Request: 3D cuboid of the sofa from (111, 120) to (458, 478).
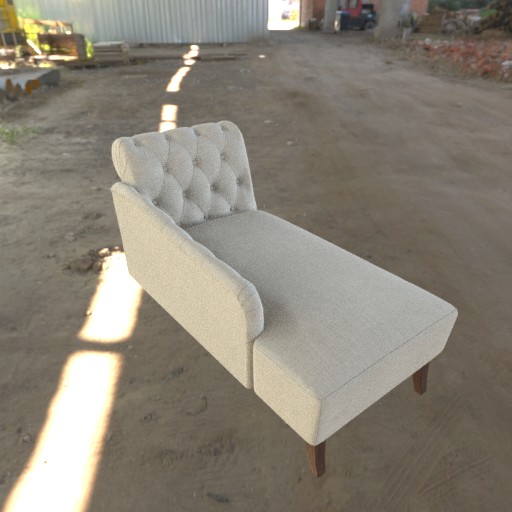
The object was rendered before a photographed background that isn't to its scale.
[{"bbox_3d":[0.000,0.000,1.770,0.675,0.787,1.379,-21,35,-33],"label":"sofa"}]
